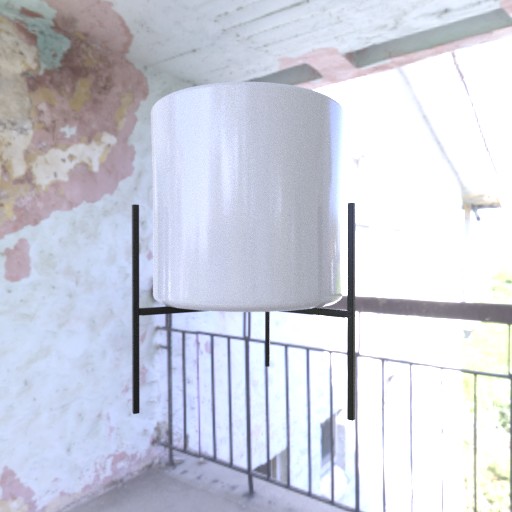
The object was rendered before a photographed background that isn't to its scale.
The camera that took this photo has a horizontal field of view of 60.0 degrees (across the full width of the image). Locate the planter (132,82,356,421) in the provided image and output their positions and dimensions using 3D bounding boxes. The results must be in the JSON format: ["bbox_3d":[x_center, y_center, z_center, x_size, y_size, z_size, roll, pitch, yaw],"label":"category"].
[{"bbox_3d":[0.000,0.000,0.757,0.361,0.480,0.360,0,1,37],"label":"planter"}]
